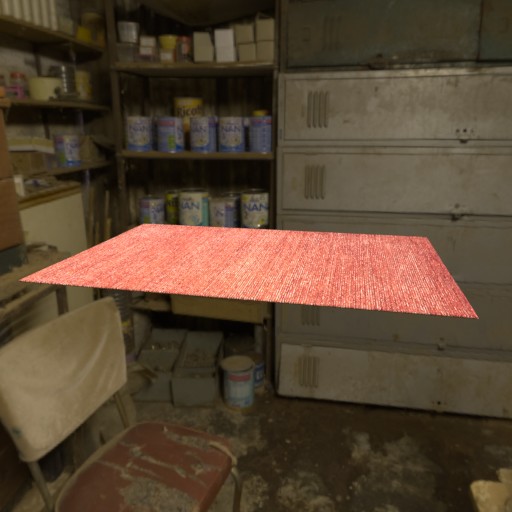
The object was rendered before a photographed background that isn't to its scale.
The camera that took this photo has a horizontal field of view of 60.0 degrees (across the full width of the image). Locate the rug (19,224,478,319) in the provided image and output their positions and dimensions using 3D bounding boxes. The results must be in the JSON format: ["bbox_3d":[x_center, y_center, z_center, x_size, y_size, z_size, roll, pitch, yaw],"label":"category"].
[{"bbox_3d":[0.000,0.000,2.168,1.747,0.011,1.139,3,17,12],"label":"rug"}]
